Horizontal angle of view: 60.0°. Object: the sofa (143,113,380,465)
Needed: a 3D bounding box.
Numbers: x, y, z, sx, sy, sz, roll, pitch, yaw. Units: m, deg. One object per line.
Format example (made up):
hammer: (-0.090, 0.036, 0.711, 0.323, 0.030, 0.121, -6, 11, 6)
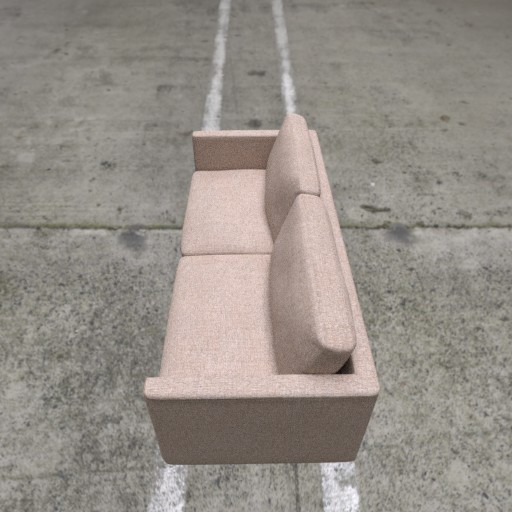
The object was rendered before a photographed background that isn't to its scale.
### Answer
sofa: (0.000, 0.000, 2.683, 0.951, 0.965, 2.208, -1, 42, -1)
